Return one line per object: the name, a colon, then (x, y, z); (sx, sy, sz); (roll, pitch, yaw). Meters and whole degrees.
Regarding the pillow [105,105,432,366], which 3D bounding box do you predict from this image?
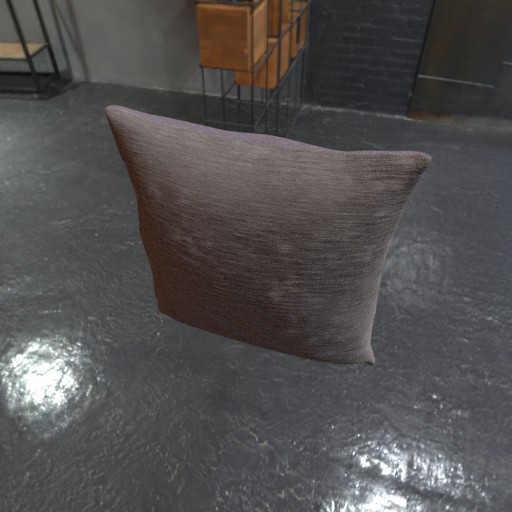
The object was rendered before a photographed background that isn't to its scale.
pillow: (0.000, 0.000, 0.720); (0.452, 0.439, 0.204); (13, 44, 14)
